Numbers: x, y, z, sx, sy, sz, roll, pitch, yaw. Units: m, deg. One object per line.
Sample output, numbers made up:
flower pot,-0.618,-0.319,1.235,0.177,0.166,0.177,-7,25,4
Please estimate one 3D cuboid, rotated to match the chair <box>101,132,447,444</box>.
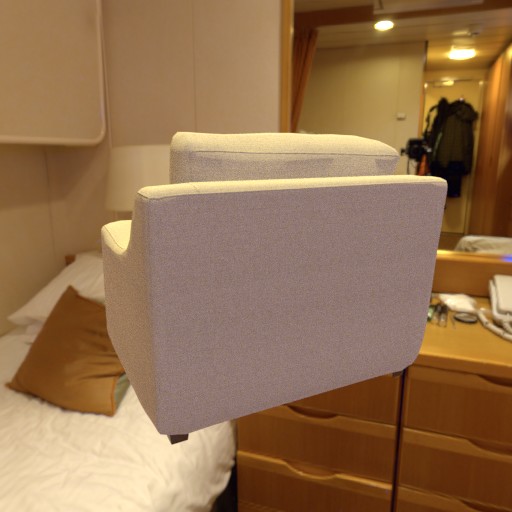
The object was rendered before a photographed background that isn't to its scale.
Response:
chair,0.000,0.000,1.934,1.178,1.016,1.009,-7,15,-27
